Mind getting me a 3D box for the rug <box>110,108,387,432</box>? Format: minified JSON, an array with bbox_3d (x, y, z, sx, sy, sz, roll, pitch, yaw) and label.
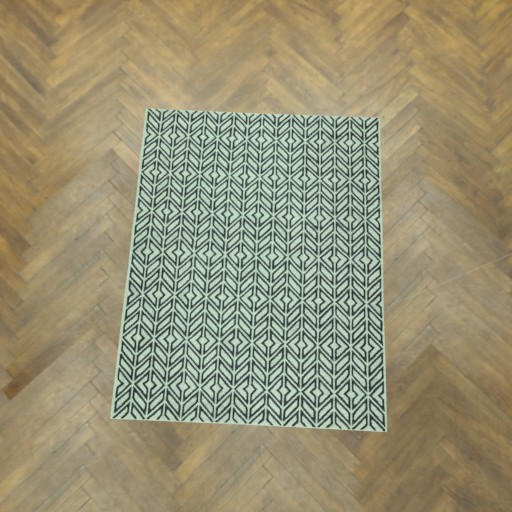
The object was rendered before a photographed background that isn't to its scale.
[{"bbox_3d":[0.000,0.000,4.225,2.421,0.008,3.045,3,77,1],"label":"rug"}]
